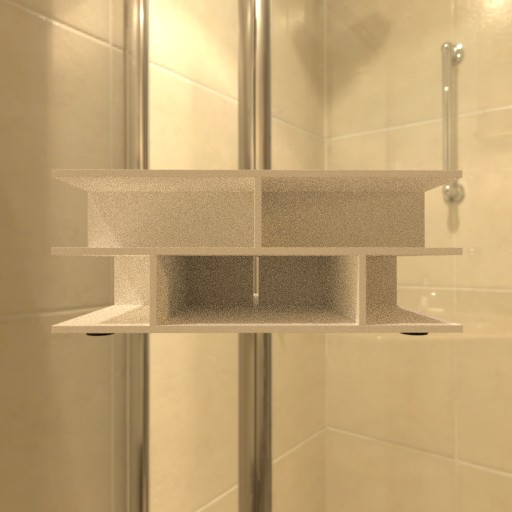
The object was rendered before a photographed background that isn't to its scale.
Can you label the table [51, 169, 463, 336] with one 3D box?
[{"bbox_3d":[0.000,0.000,1.104,0.700,0.289,0.700,0,0,-1],"label":"table"}]
